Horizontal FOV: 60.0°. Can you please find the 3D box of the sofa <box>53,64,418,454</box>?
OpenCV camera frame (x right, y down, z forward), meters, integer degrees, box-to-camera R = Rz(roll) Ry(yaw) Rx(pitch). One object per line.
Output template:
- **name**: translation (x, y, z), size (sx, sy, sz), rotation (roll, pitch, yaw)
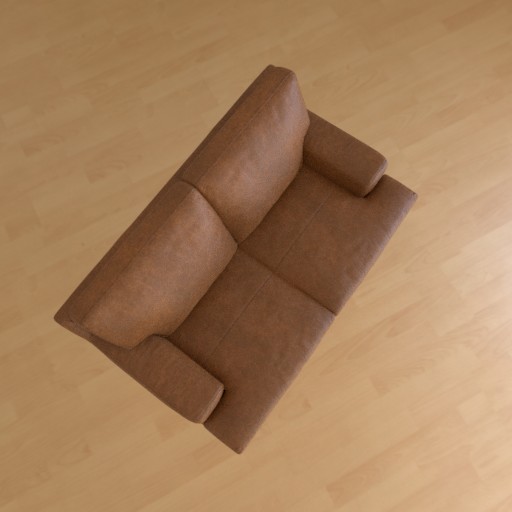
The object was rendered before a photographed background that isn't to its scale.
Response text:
- **sofa**: translation (0.000, 0.000, 2.518), size (1.144, 0.966, 1.880), rotation (35, 78, 9)
